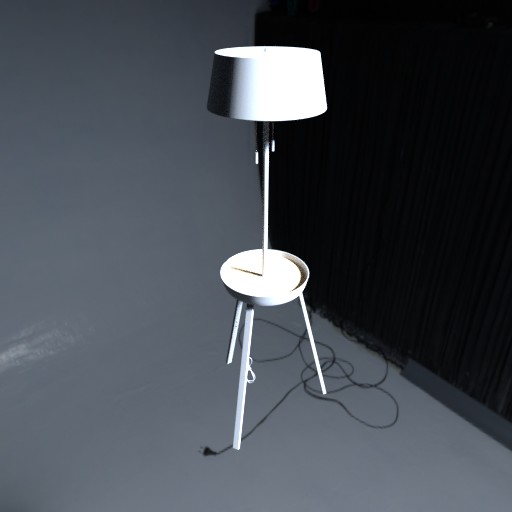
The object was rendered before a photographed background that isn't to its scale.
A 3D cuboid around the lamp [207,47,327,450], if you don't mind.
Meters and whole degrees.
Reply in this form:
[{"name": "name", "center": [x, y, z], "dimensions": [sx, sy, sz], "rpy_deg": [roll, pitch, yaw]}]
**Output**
[{"name": "lamp", "center": [0.000, 0.000, 1.666], "dimensions": [0.508, 1.429, 0.468], "rpy_deg": [-21, 36, -31]}]
